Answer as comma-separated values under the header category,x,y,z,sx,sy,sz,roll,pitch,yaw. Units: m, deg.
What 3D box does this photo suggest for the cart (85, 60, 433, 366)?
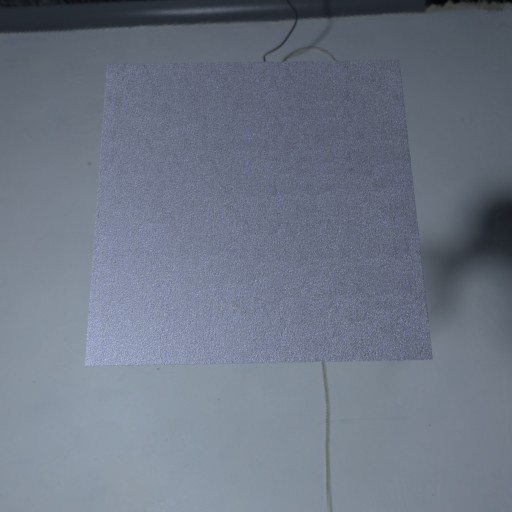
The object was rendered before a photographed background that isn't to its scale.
category,x,y,z,sx,sy,sz,roll,pitch,yaw
cart,0.000,0.000,1.094,0.520,0.762,0.521,-1,76,0
